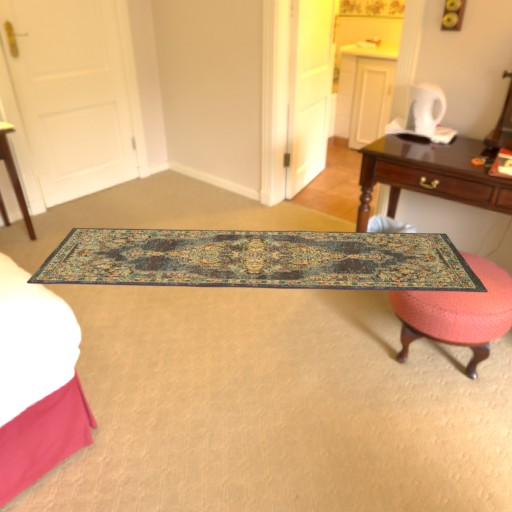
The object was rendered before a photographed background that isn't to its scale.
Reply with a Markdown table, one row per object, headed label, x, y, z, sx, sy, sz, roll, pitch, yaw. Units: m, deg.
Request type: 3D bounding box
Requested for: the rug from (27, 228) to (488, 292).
| label | x | y | z | sx | sy | sz | roll | pitch | yaw |
| --- | --- | --- | --- | --- | --- | --- | --- | --- | --- |
| rug | 0.000 | 0.000 | 2.445 | 2.283 | 0.016 | 0.602 | 1 | 31 | 2 |
